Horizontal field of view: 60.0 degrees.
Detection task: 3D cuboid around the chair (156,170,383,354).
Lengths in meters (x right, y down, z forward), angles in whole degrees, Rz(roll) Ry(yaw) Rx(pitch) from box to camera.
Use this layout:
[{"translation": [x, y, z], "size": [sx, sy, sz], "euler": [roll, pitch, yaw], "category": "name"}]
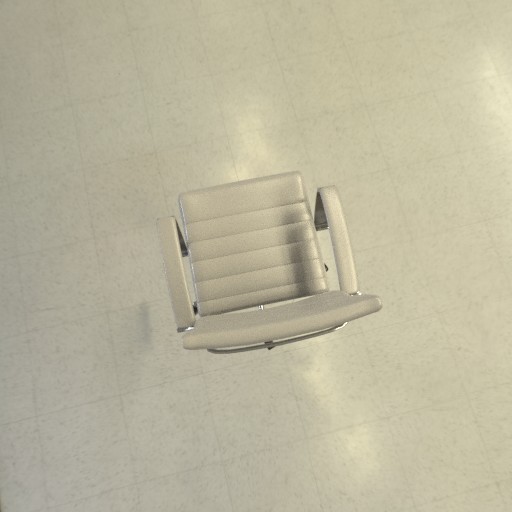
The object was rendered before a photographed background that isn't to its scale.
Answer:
[{"translation": [0.000, 0.000, 1.577], "size": [0.679, 1.149, 0.667], "euler": [-11, 76, -3], "category": "chair"}]
